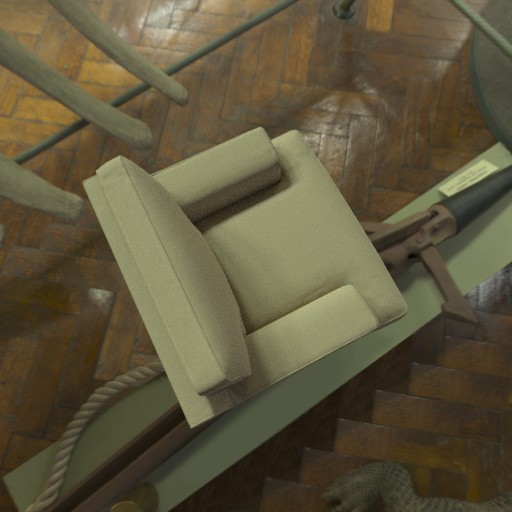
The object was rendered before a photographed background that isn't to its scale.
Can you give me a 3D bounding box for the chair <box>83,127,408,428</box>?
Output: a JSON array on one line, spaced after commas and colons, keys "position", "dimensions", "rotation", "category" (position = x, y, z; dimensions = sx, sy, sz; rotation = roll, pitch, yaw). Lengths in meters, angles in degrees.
[{"position": [0.000, 0.000, 2.154], "dimensions": [1.274, 1.005, 1.293], "rotation": [-34, 76, -9], "category": "chair"}]
